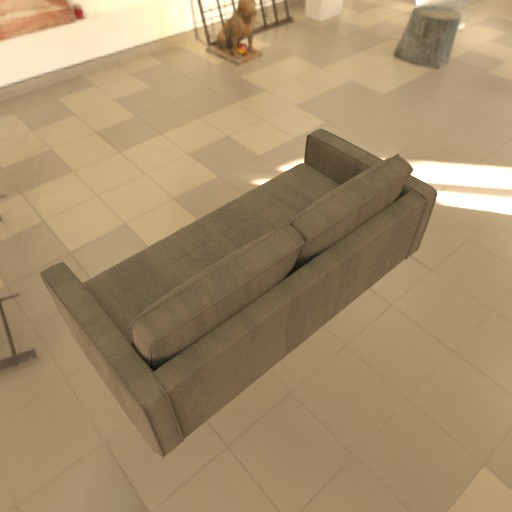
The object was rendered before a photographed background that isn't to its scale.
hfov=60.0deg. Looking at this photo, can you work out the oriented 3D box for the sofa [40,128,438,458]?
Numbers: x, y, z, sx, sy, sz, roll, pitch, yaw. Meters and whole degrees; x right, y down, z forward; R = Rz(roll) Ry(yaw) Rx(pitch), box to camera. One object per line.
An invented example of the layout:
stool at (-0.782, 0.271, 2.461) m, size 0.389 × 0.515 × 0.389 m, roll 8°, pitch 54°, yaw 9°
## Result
sofa at (0.000, 0.000, 2.384) m, size 1.920 × 0.825 × 0.924 m, roll -33°, pitch 55°, yaw -27°
